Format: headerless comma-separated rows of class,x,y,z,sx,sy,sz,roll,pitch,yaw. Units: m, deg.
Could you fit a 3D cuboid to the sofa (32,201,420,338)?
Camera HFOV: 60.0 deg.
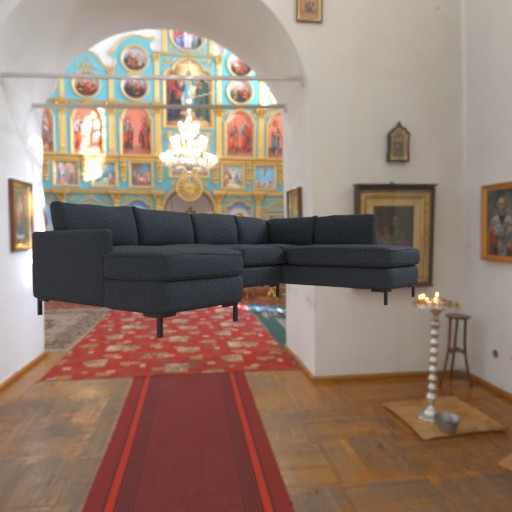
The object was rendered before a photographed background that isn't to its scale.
sofa,0.000,0.000,3.882,1.984,0.858,2.975,1,2,37
